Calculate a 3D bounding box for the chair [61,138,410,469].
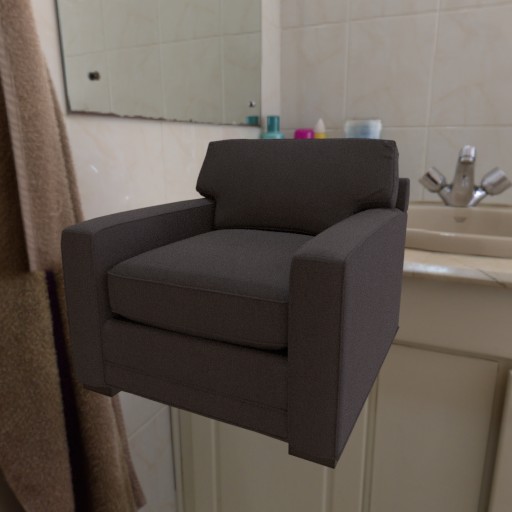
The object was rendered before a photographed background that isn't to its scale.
[{"bbox_3d":[0.000,0.000,1.754,0.997,0.913,1.043,7,15,25],"label":"chair"}]
